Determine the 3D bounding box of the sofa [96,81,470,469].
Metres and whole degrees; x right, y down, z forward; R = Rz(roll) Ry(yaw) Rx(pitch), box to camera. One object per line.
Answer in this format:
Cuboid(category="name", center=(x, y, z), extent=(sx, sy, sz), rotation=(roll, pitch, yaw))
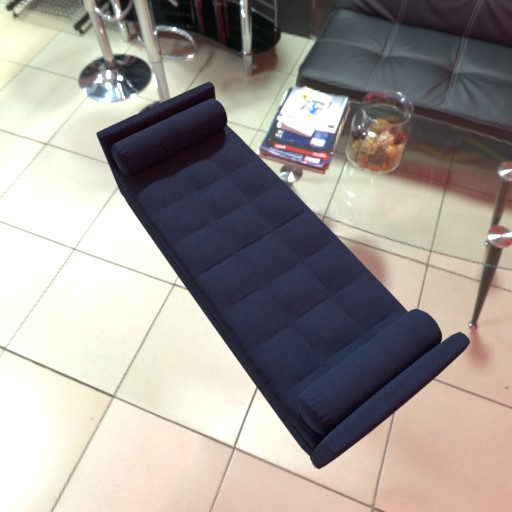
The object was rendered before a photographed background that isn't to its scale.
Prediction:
Cuboid(category="sofa", center=(0.000, 0.000, 2.471), extent=(0.797, 0.657, 2.102), rotation=(-32, 64, -17))
